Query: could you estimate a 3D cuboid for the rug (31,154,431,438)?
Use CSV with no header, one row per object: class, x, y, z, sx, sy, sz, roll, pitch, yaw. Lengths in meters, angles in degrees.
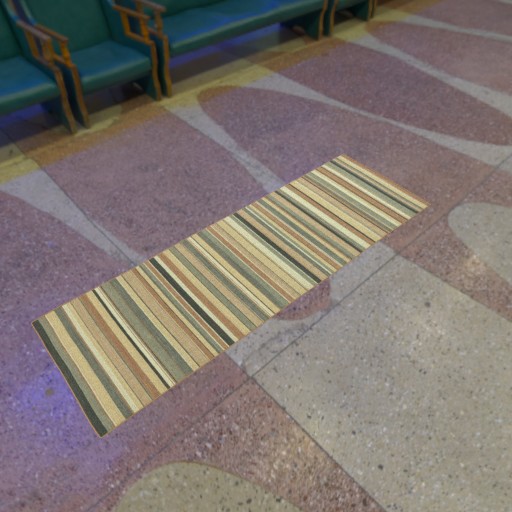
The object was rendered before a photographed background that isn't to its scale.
rug,0.000,0.000,2.665,2.444,0.010,0.799,-32,54,-27
